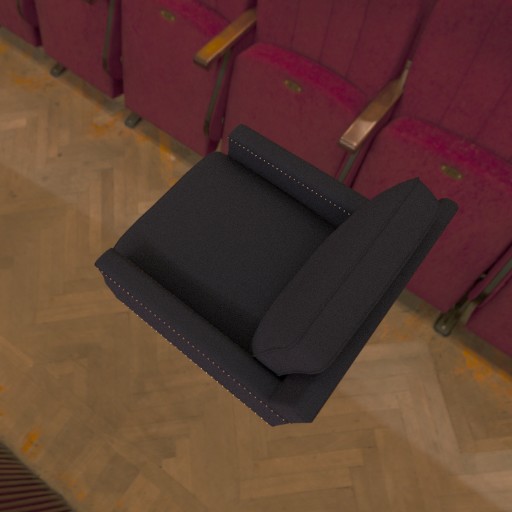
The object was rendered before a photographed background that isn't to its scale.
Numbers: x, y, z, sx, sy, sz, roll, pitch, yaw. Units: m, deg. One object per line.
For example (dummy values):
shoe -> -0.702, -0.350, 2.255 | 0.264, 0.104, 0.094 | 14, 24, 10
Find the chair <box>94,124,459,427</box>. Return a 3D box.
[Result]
chair -> 0.000, 0.000, 1.710 | 1.014, 0.943, 0.853 | 35, 69, 16
